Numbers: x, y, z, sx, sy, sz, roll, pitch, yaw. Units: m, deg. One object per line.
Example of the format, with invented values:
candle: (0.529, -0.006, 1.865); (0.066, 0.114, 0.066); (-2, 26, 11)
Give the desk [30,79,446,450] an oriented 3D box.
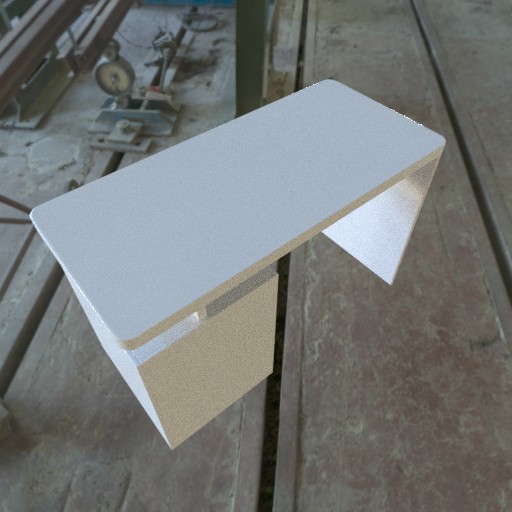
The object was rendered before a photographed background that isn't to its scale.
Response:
desk: (0.000, 0.000, 1.621); (1.200, 0.760, 0.550); (-32, 56, -25)
